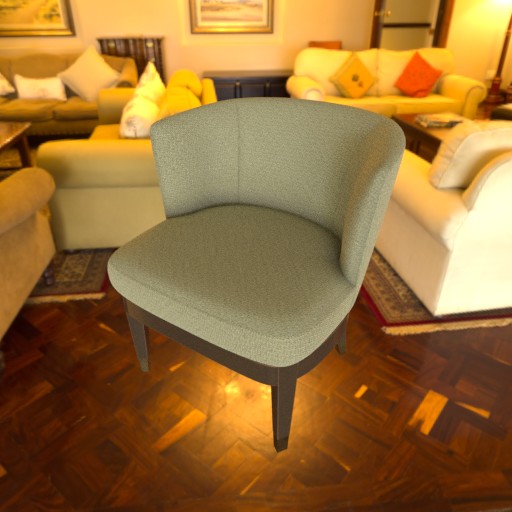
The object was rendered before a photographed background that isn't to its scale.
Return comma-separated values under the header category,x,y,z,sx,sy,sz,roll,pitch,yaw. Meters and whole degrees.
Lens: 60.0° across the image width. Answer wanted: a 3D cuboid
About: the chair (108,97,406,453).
category,x,y,z,sx,sy,sz,roll,pitch,yaw
chair,0.000,0.000,1.270,0.700,0.760,0.660,19,35,30
